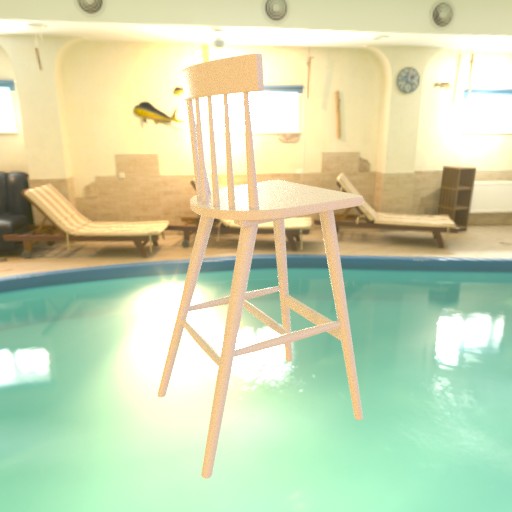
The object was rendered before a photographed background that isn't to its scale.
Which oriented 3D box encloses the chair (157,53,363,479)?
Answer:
[{"bbox_3d":[0.000,0.000,1.392,0.572,1.092,0.483,-8,18,-27],"label":"chair"}]
